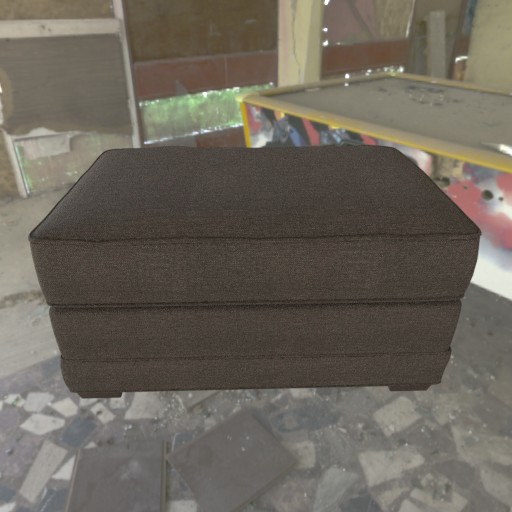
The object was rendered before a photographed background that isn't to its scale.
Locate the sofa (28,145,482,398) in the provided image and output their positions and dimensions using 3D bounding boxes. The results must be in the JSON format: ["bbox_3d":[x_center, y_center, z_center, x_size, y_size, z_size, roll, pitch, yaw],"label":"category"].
[{"bbox_3d":[0.000,0.000,1.139,0.854,0.457,0.578,-1,30,-2],"label":"sofa"}]
